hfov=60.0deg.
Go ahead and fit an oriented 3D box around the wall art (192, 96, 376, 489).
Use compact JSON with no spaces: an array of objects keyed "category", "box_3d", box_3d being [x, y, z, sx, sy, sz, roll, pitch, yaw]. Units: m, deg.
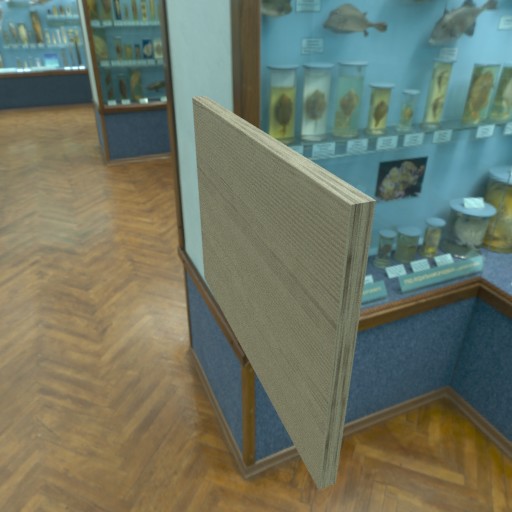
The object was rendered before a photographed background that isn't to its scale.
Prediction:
[{"category":"wall art","box_3d":[0.000,0.000,1.079,0.063,0.609,0.841,-11,31,-18]}]
